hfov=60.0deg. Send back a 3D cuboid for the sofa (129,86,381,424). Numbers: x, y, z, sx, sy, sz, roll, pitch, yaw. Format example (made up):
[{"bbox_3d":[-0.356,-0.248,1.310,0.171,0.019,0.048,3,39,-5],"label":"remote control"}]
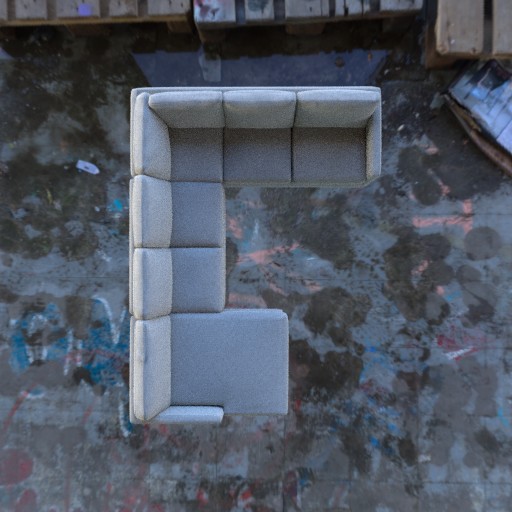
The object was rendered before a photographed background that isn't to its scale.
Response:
[{"bbox_3d":[0.000,0.000,4.750,2.593,0.959,3.460,0,90,1],"label":"sofa"}]
